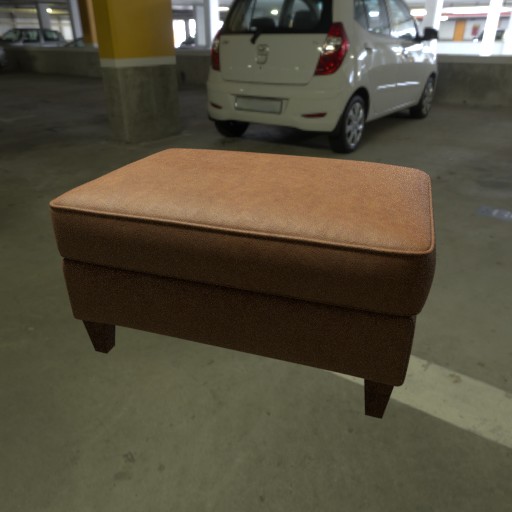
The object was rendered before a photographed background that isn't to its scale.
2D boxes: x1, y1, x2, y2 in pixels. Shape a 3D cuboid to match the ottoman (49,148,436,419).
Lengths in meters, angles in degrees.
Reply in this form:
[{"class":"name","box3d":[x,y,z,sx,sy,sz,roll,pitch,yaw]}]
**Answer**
[{"class":"ottoman","box3d":[0.000,0.000,1.204,0.864,0.483,0.584,8,28,16]}]
